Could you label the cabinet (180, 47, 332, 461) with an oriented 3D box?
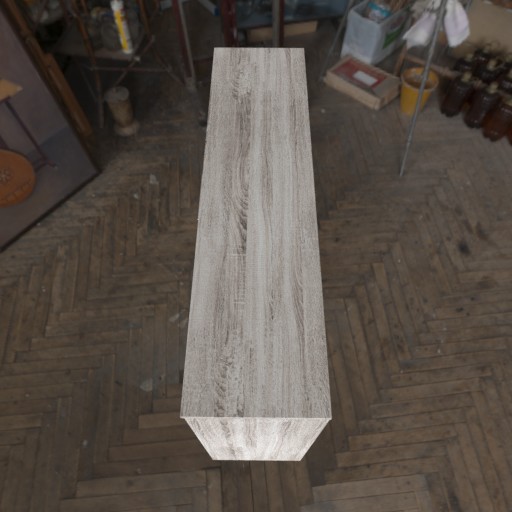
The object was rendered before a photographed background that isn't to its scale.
[{"bbox_3d":[0.000,0.000,1.829,0.380,0.900,1.450,0,59,0],"label":"cabinet"}]
